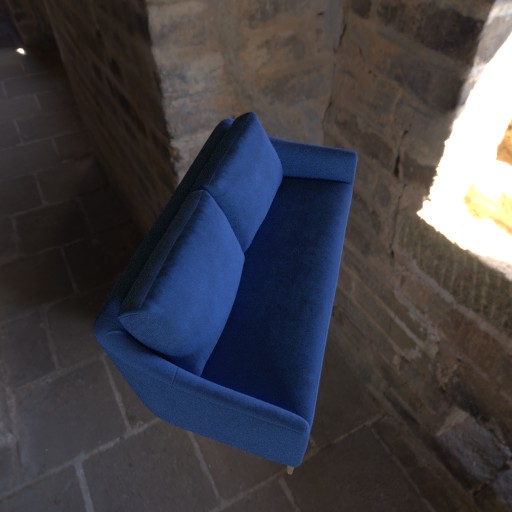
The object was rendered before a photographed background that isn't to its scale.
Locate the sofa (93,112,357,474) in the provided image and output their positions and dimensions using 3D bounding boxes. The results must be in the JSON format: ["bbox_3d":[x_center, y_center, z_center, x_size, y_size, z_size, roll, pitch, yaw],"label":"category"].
[{"bbox_3d":[0.000,0.000,2.557,0.960,0.903,2.036,10,46,10],"label":"sofa"}]
